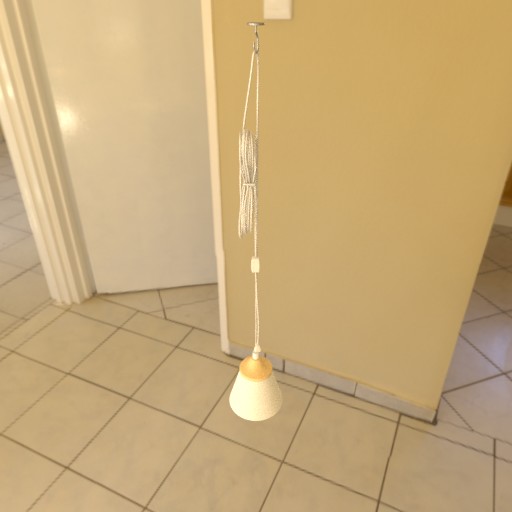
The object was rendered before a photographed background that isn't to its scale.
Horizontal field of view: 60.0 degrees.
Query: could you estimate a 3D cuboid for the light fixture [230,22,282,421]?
[{"bbox_3d":[0.000,0.000,1.036,0.153,0.966,0.153,8,32,13],"label":"light fixture"}]
